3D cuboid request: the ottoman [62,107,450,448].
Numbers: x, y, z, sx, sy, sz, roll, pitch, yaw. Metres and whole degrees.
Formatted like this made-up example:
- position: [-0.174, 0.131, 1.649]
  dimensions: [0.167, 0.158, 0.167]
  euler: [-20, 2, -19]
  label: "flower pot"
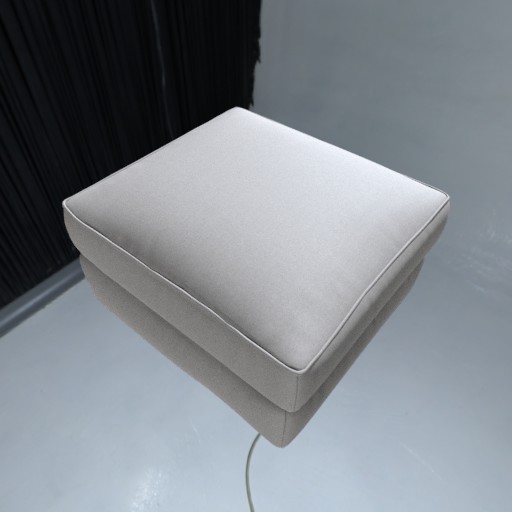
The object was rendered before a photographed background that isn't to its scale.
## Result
- position: [0.000, 0.000, 1.167]
  dimensions: [0.721, 0.505, 0.662]
  euler: [31, 53, 27]
  label: "ottoman"
